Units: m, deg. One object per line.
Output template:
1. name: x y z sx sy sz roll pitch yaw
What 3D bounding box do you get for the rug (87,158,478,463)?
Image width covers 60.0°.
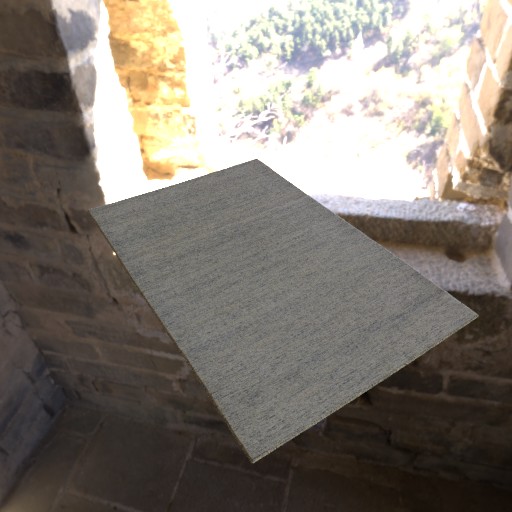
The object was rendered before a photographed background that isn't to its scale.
1. rug: 0.000 0.000 2.884 1.523 0.017 2.263 -23 45 -25
